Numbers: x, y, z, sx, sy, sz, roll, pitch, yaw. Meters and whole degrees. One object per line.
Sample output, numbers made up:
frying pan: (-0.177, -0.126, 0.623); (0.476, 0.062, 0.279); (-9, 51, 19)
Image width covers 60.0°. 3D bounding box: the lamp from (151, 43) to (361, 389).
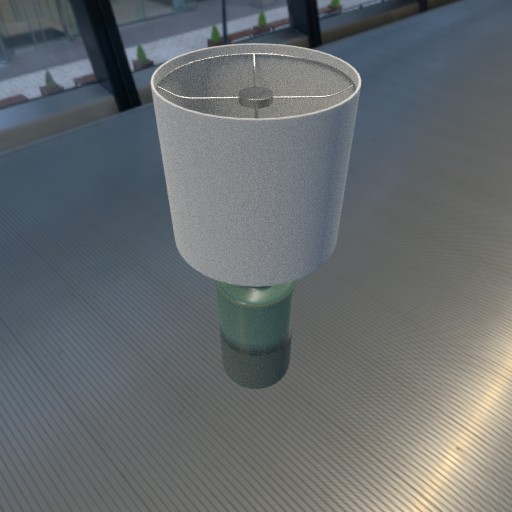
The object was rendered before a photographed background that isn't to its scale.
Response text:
lamp: (0.000, 0.000, 0.615); (0.212, 0.493, 0.212); (-1, 41, -1)
